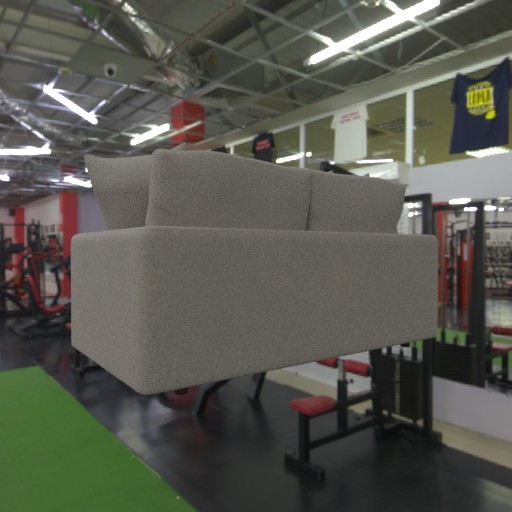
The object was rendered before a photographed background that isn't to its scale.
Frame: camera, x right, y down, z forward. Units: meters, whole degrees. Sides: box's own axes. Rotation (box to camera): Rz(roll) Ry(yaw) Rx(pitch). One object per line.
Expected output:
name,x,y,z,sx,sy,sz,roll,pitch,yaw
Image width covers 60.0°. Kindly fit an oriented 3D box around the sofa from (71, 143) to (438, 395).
sofa,0.000,0.000,2.612,1.869,1.080,1.228,-1,1,-36
